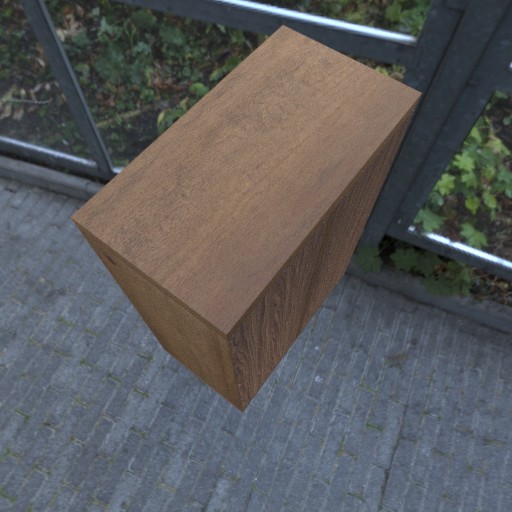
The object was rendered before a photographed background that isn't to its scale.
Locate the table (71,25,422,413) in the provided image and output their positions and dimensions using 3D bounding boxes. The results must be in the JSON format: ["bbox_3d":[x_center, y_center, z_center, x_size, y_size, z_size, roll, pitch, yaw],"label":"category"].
[{"bbox_3d":[0.000,0.000,1.768,0.524,1.294,0.901,34,68,16],"label":"table"}]
